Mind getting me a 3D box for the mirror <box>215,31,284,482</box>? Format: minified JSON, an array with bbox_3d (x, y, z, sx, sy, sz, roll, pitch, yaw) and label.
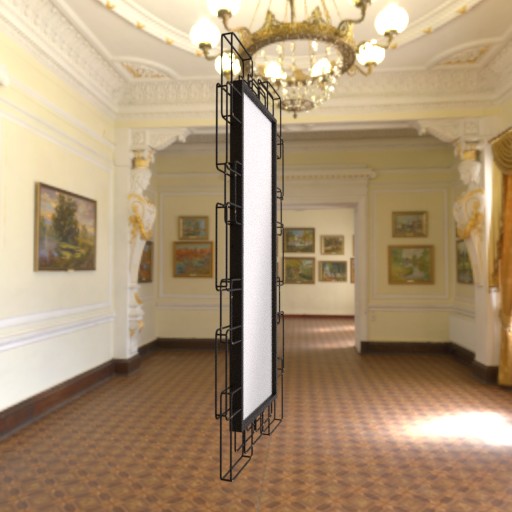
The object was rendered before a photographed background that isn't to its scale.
[{"bbox_3d":[0.000,0.000,1.403,0.037,1.192,0.565,-1,-2,18],"label":"mirror"}]
